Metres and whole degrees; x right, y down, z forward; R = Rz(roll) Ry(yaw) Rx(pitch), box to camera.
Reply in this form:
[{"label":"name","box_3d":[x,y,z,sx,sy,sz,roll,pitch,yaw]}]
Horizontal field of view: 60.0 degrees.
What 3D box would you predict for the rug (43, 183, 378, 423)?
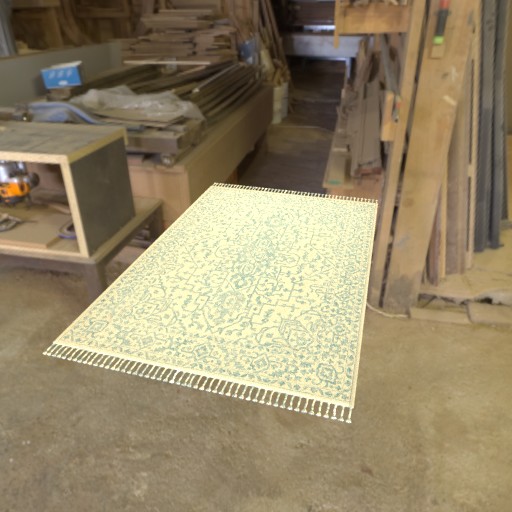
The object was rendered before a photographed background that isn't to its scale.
[{"label":"rug","box_3d":[0.000,0.000,3.041,1.524,0.010,2.438,8,31,14]}]
